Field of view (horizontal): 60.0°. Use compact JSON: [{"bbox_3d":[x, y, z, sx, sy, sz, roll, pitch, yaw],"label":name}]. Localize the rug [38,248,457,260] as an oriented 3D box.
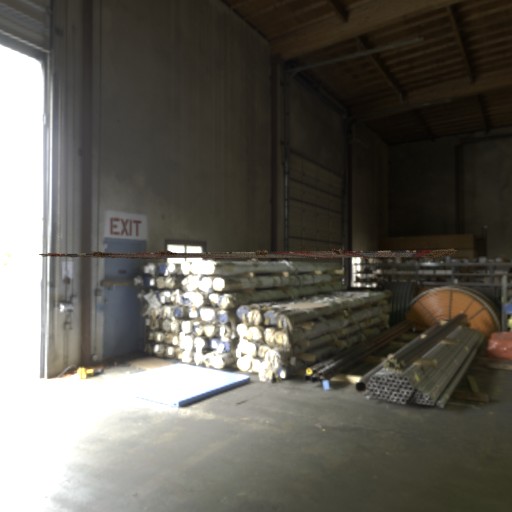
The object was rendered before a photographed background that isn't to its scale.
[{"bbox_3d":[0.000,0.000,3.113,2.450,0.048,1.778,0,-1,18],"label":"rug"}]
